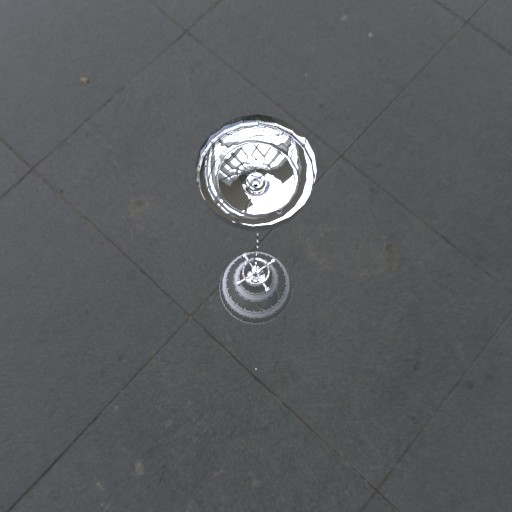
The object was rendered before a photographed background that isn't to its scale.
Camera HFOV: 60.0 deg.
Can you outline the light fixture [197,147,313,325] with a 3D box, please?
[{"bbox_3d":[0.000,0.000,1.616,0.374,1.457,0.374,-32,78,-8],"label":"light fixture"}]
